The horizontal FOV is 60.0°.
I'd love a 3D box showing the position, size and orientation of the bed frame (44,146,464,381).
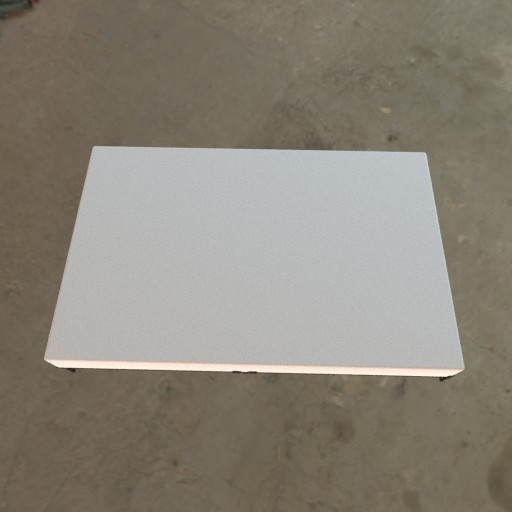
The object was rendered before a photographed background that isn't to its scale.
[{"bbox_3d":[0.000,0.000,3.729,2.987,0.440,1.930,1,64,1],"label":"bed frame"}]
